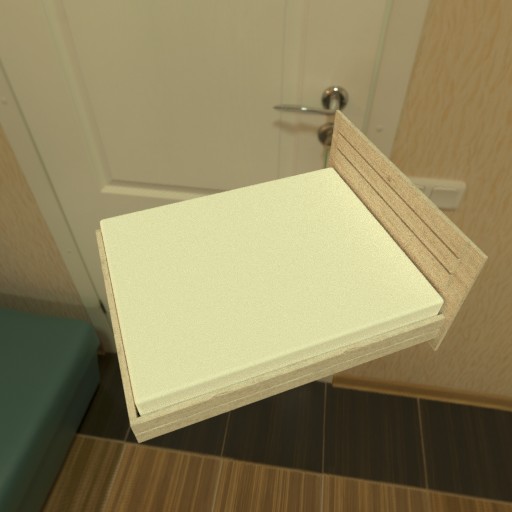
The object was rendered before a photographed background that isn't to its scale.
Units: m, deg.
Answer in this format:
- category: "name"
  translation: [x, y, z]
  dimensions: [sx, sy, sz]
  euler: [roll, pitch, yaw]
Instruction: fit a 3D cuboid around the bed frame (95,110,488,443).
- category: "bed frame"
  translation: [0.000, 0.000, 3.098]
  dimensions: [2.080, 0.970, 1.750]
  euler: [-15, 48, -14]
